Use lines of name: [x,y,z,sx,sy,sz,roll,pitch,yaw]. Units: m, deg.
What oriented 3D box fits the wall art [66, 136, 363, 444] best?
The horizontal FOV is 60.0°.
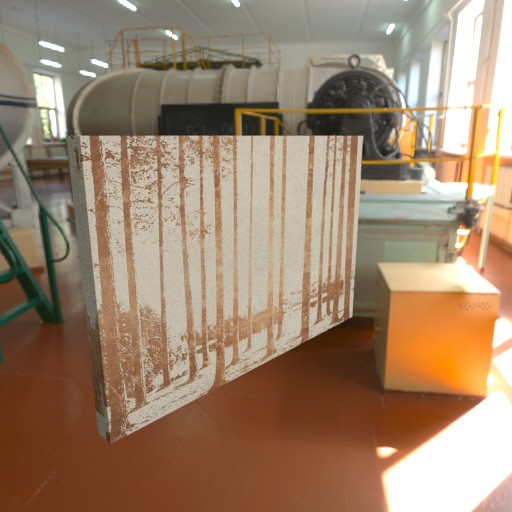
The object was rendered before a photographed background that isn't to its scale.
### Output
wall art: [0.000,0.000,0.774,0.035,0.405,0.609,14,21,42]
